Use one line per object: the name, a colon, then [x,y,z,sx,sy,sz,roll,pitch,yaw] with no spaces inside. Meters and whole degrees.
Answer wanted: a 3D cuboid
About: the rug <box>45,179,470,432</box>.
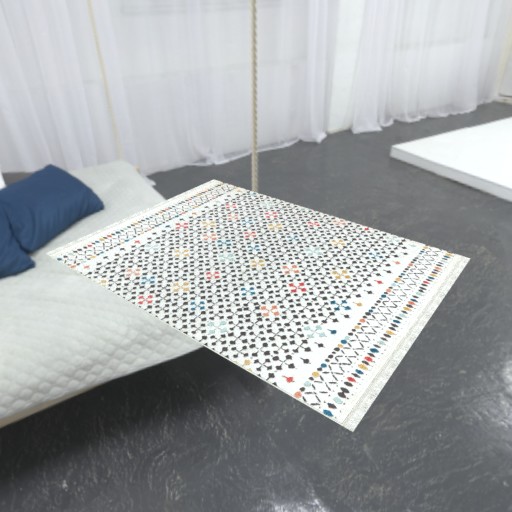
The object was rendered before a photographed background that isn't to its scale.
rug: [0.000,0.000,4.137,3.196,0.007,2.354,22,38,31]
